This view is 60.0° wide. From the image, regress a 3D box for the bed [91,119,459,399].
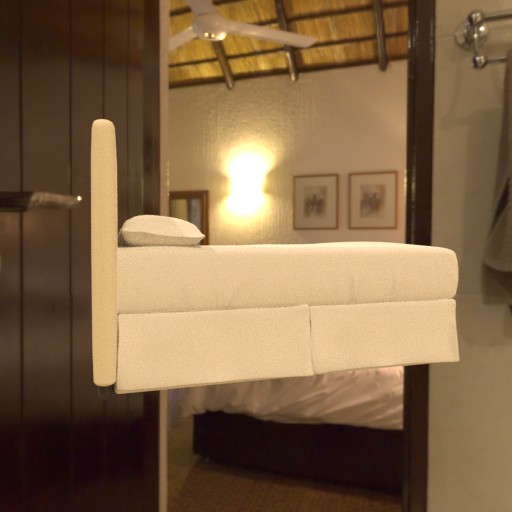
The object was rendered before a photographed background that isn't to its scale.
[{"bbox_3d":[0.000,0.000,3.152,2.147,1.330,1.714,0,1,-18],"label":"bed"}]
